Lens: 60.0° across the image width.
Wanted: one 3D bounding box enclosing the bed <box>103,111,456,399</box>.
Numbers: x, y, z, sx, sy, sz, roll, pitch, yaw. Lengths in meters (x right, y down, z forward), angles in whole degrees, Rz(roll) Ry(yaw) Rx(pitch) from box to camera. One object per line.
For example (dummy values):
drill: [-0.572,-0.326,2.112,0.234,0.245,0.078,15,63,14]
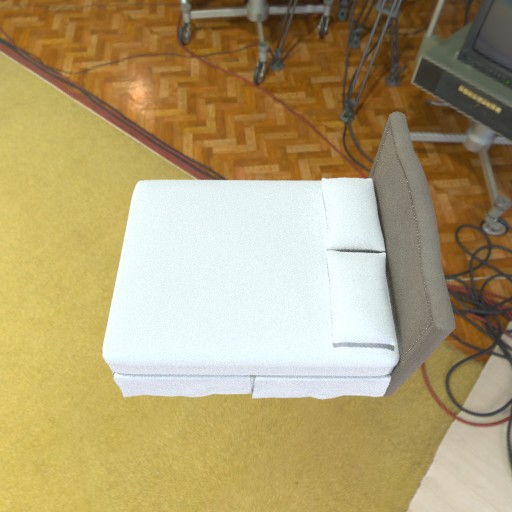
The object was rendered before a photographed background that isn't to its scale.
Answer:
bed: [0.000,0.000,3.292,2.128,1.441,1.744,0,58,0]
